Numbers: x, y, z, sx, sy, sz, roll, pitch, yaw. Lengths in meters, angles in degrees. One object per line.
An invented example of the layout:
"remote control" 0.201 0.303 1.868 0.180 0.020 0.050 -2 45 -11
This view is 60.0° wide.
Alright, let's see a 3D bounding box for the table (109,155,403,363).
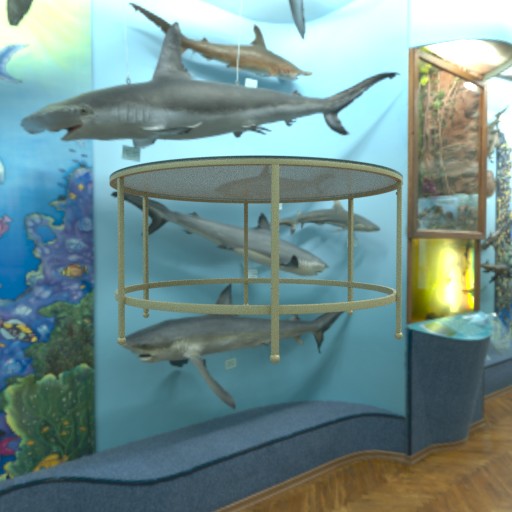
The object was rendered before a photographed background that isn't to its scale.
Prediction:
"table" 0.000 0.000 1.452 0.914 0.470 0.914 0 1 0
